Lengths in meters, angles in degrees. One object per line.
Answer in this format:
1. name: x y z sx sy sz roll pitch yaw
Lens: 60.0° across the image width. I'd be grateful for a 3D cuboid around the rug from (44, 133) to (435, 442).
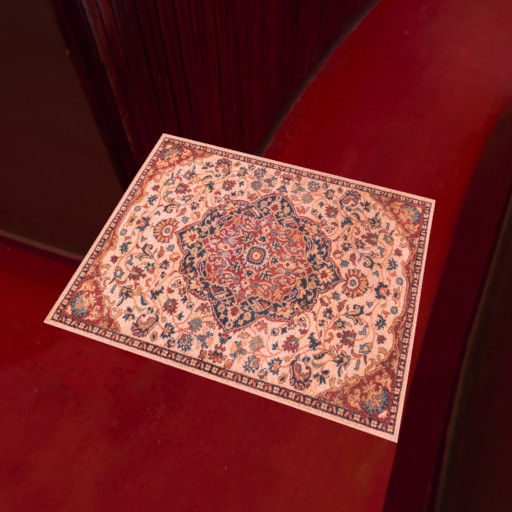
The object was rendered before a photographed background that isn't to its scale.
1. rug: 0.000 0.000 4.201 3.067 0.005 2.454 16 60 10
